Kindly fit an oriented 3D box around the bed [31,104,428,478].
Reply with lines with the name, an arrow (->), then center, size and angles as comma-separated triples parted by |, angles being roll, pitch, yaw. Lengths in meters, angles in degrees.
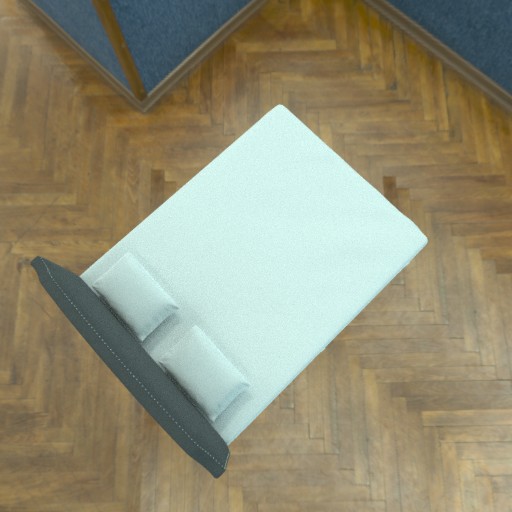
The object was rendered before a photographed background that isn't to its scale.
bed -> 0.000, 0.000, 2.897 | 1.999, 1.270, 1.558 | -43, 80, -9
